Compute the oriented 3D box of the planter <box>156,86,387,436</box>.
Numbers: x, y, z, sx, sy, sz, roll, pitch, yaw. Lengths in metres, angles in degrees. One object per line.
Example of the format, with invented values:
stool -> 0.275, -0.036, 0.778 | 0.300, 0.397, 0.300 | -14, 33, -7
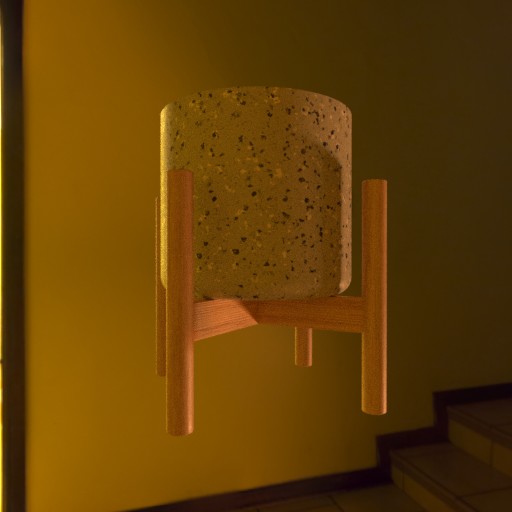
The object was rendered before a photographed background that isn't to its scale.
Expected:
planter -> 0.000, 0.000, 0.528 | 0.284, 0.320, 0.284 | 0, 0, -38
